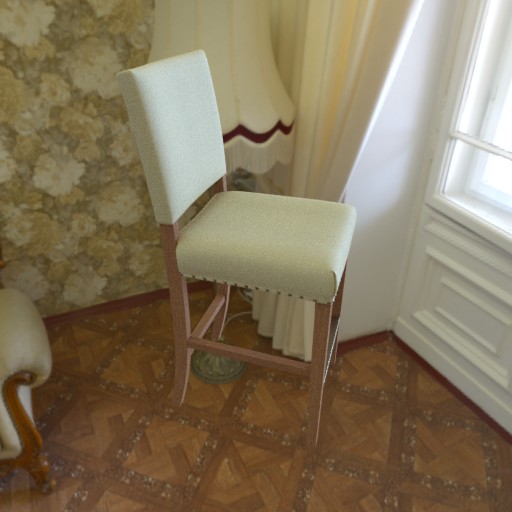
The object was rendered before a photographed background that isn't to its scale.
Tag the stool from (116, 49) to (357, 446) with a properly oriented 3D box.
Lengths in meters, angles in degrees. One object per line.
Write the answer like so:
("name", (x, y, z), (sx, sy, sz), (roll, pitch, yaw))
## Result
("stool", (0.000, 0.000, 1.446), (0.584, 1.168, 0.445), (9, 33, 15))
